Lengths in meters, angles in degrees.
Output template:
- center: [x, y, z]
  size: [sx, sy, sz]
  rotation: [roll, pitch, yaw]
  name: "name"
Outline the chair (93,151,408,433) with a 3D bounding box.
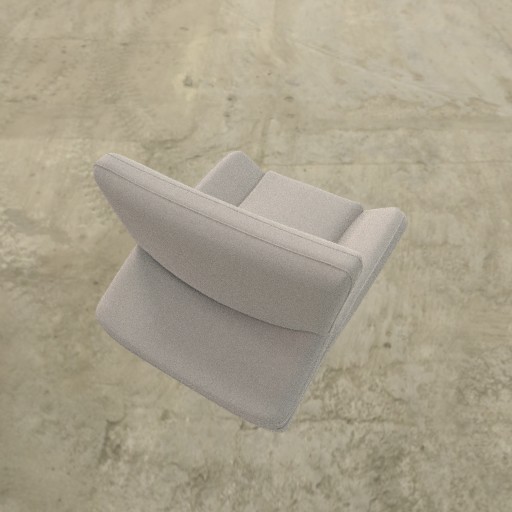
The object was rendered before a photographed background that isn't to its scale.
- center: [0.000, 0.000, 1.634]
  size: [0.859, 0.855, 1.008]
  rotation: [24, 53, 20]
  name: "chair"
